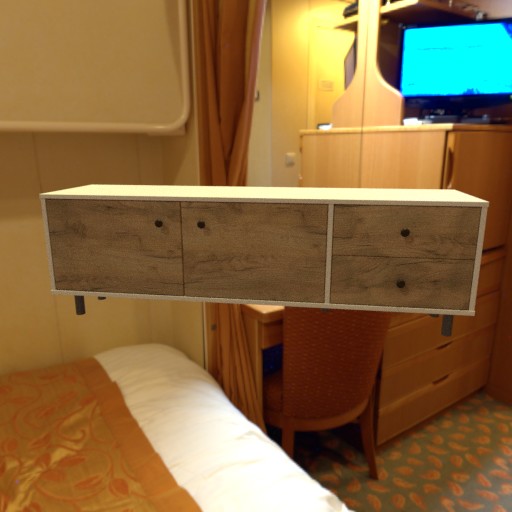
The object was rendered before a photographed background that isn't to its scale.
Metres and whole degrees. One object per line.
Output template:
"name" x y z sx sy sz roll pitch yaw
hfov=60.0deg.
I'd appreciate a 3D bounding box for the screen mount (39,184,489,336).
"screen mount" 0.000 0.000 1.811 1.600 0.520 0.418 2 14 8
